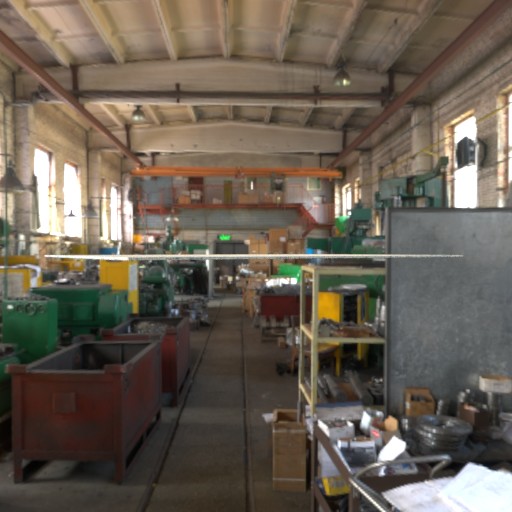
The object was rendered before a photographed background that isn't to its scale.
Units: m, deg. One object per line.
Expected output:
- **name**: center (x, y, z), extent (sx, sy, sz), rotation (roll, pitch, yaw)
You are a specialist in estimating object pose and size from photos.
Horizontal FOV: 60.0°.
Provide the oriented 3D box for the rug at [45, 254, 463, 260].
- **rug**: center (0.000, 0.000, 2.334), extent (1.820, 0.009, 1.260), rotation (0, 1, -36)
